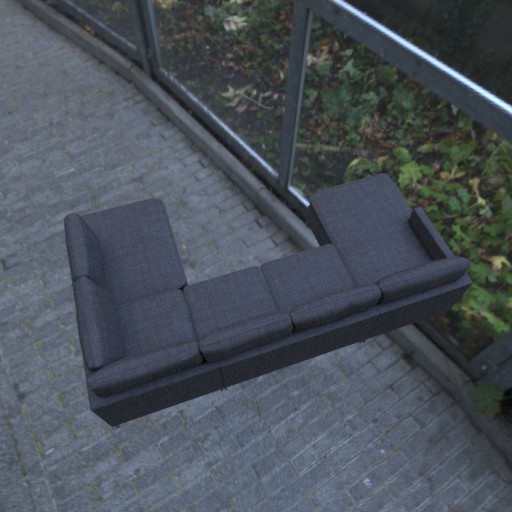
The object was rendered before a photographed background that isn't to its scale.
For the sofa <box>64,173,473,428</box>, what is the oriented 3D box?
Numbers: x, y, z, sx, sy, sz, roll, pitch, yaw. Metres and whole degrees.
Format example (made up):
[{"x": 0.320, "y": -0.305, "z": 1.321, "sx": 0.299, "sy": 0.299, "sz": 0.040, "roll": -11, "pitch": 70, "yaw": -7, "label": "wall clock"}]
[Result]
[{"x": 0.000, "y": 0.000, "z": 4.319, "sx": 3.423, "sy": 0.999, "sz": 2.048, "roll": -16, "pitch": 59, "yaw": -10, "label": "sofa"}]
